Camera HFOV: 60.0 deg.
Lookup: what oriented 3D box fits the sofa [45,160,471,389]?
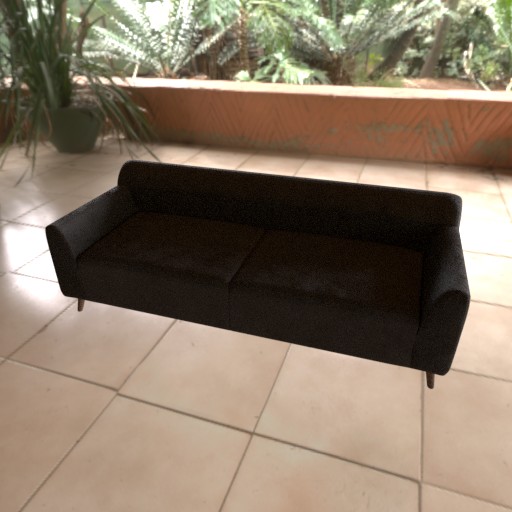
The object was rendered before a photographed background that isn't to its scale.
[{"bbox_3d":[0.000,0.000,2.617,2.190,0.740,0.900,9,30,16],"label":"sofa"}]
